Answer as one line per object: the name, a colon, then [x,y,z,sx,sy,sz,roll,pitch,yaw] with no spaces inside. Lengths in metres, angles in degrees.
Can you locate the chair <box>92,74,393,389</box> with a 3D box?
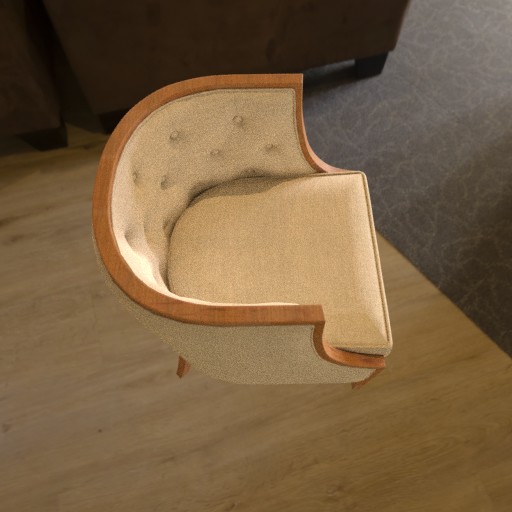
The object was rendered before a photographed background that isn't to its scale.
chair: [0.000,0.000,1.357,0.757,0.775,0.711,-1,63,0]
